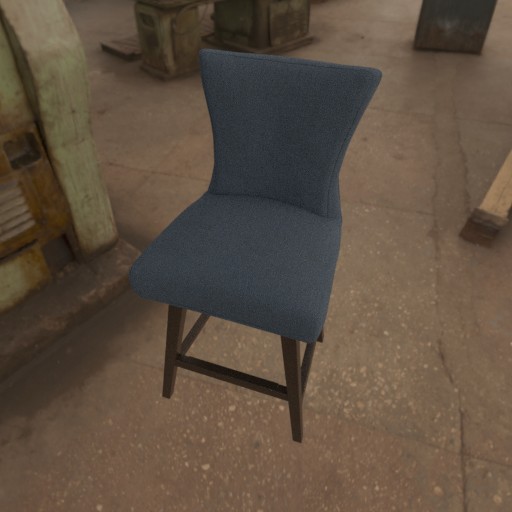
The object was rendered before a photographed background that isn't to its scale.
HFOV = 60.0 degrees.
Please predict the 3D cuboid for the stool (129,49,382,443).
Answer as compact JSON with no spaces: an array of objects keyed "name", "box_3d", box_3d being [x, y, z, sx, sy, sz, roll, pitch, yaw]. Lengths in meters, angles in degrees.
[{"name":"stool","box_3d":[0.000,0.000,1.329,0.514,1.000,0.574,13,43,14]}]
